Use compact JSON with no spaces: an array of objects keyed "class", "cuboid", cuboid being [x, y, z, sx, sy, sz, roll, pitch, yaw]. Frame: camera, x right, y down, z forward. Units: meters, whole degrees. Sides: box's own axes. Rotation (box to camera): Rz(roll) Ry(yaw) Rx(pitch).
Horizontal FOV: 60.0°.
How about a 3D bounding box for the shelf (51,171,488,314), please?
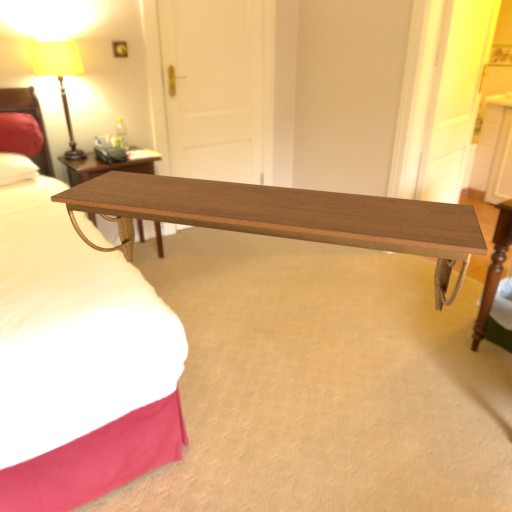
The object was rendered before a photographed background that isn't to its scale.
[{"class":"shelf","cuboid":[0.000,0.000,0.729,0.636,0.190,0.166,8,27,16]}]
